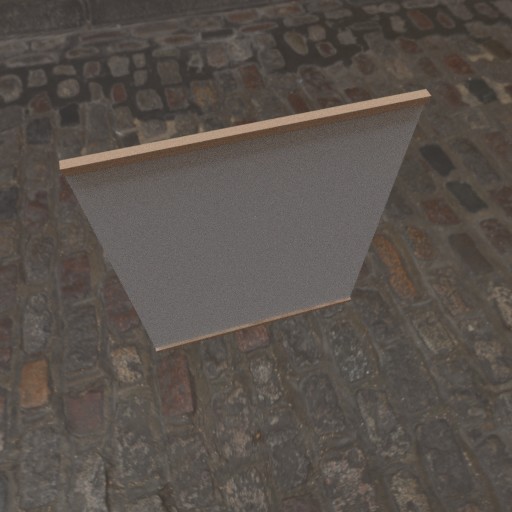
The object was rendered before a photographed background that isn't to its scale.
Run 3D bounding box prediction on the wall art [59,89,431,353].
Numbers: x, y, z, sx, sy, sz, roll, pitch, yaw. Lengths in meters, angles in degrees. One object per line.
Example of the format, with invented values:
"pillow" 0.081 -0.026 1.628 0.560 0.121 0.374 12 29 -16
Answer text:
"wall art" 0.000 0.000 0.683 0.405 0.508 0.012 -14 58 -9
